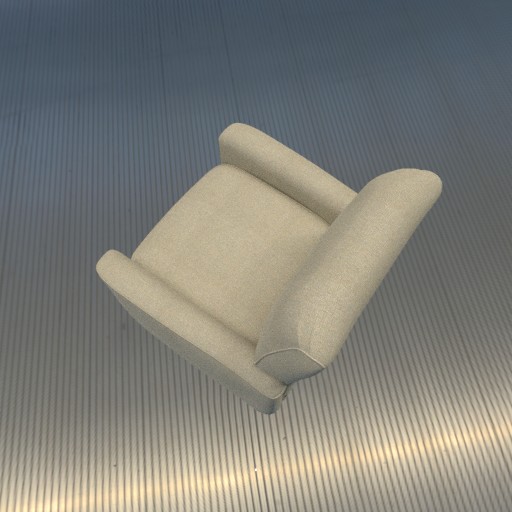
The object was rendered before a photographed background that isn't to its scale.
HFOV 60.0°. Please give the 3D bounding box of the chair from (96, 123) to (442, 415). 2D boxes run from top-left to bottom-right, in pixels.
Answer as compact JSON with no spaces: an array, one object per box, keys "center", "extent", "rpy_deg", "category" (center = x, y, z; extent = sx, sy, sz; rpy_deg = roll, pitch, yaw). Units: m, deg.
[{"center":[0.000,0.000,1.630],"extent":[0.853,1.006,0.850],"rpy_deg":[33,69,15],"category":"chair"}]
